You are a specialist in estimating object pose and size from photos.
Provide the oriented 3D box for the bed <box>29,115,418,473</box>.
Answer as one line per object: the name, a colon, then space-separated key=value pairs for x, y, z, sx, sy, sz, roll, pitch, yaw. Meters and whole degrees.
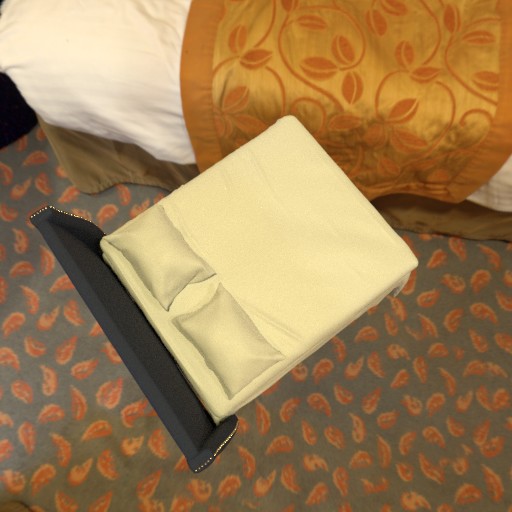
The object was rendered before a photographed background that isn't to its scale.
bed: x=0.000 y=0.000 z=3.451 sx=2.276 sy=1.332 sz=1.925 roll=-36 pitch=78 yaw=-9
